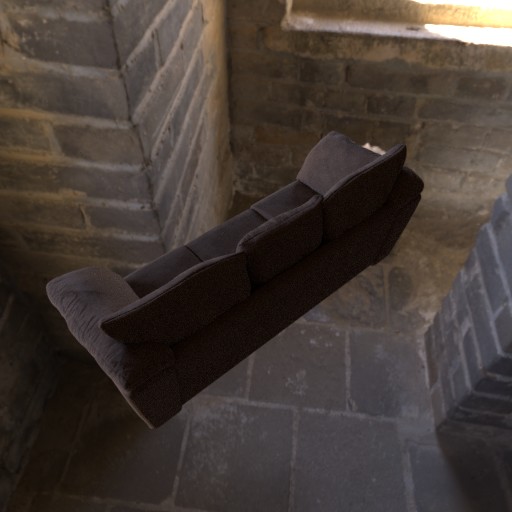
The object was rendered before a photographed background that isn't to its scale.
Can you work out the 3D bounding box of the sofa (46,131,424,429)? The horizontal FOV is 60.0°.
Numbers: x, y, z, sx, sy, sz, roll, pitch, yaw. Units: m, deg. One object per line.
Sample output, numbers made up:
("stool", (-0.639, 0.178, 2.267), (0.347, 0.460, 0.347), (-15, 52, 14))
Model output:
("sofa", (0.000, 0.000, 2.859), (2.336, 1.015, 0.878), (-32, 55, -26))
